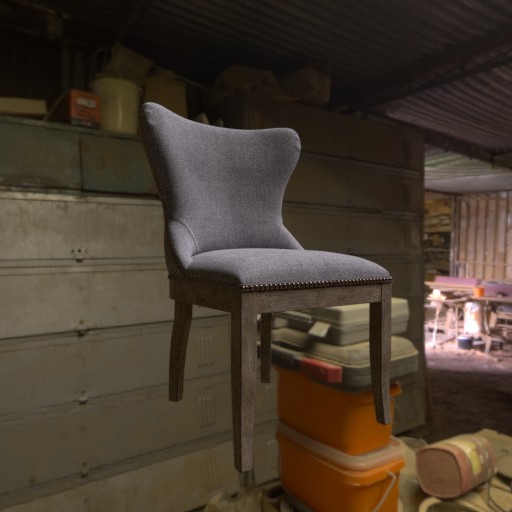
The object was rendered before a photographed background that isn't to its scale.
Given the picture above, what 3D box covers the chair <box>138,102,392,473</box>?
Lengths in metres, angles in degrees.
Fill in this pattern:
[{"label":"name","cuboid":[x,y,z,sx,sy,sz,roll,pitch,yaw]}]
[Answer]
[{"label":"chair","cuboid":[0.000,0.000,1.455,0.654,1.002,0.681,-1,1,-34]}]
